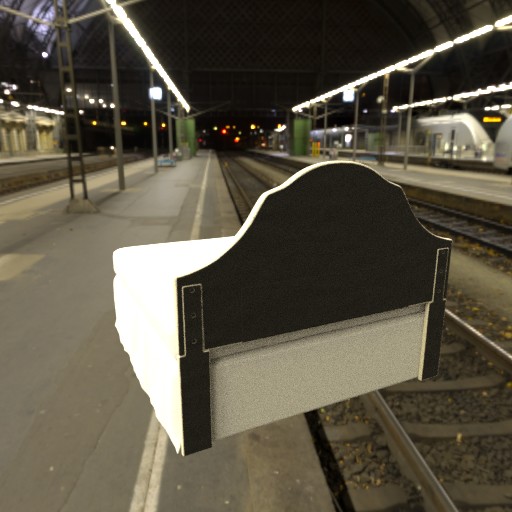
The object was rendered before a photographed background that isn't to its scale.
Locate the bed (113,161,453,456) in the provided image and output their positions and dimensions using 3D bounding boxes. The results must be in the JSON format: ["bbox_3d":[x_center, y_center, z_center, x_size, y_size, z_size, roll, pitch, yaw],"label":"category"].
[{"bbox_3d":[0.000,0.000,3.530,2.012,1.555,2.086,-7,16,-26],"label":"bed"}]
